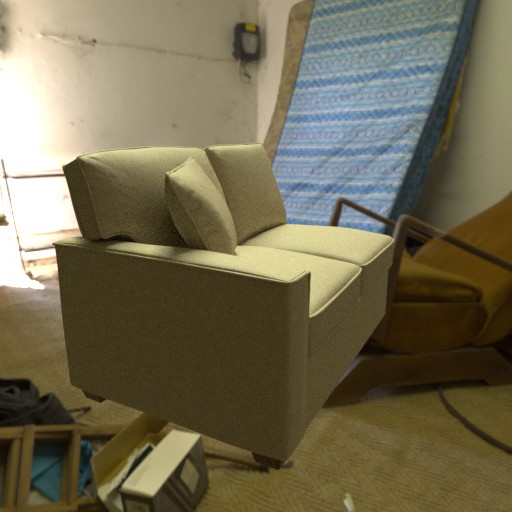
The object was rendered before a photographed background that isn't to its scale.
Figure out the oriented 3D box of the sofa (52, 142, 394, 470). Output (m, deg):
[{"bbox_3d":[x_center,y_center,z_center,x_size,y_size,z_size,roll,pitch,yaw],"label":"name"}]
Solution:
[{"bbox_3d":[0.000,0.000,2.025,0.991,0.989,1.388,8,17,27],"label":"sofa"}]
